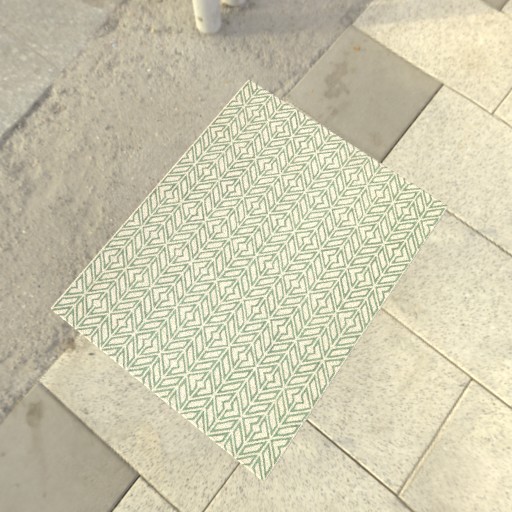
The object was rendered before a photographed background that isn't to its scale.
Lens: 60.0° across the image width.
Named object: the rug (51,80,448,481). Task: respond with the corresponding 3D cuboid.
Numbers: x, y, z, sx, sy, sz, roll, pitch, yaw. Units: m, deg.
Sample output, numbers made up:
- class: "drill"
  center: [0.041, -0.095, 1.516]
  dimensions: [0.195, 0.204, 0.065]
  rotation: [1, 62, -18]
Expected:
- class: "rug"
  center: [0.000, 0.000, 4.202]
  dimensions: [2.441, 0.017, 3.050]
  rotation: [36, 78, 9]
